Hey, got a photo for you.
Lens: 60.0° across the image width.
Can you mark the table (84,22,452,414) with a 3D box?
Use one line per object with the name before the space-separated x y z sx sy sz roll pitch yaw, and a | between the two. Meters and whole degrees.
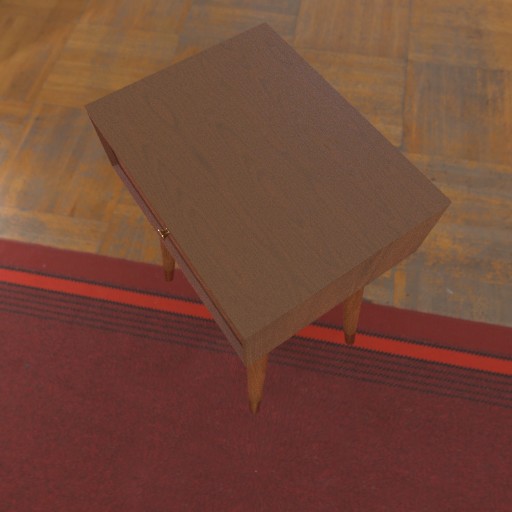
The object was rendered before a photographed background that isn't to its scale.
table | 0.000 0.000 0.823 0.300 0.599 0.406 -32 68 -14
